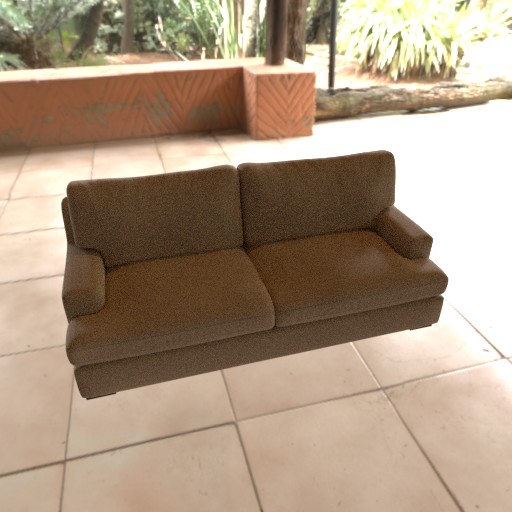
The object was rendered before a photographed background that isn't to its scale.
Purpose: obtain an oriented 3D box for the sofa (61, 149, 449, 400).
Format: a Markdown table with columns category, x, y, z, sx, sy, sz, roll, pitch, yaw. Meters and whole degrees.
| category | x | y | z | sx | sy | sz | roll | pitch | yaw |
| --- | --- | --- | --- | --- | --- | --- | --- | --- | --- |
| sofa | 0.000 | 0.000 | 2.641 | 2.147 | 0.925 | 0.929 | -9 | 33 | -14 |
